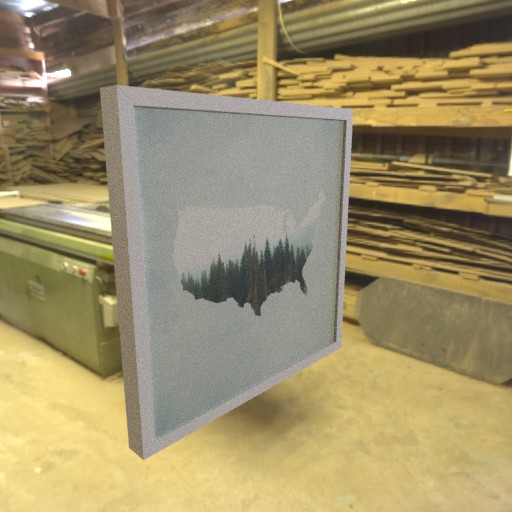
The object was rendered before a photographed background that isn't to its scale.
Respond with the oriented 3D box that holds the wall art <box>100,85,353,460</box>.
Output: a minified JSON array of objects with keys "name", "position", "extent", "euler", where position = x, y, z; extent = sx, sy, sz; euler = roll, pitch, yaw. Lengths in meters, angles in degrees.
[{"name":"wall art","position":[0.000,0.000,0.768],"extent":[0.040,0.509,0.509],"euler":[13,19,42]}]
